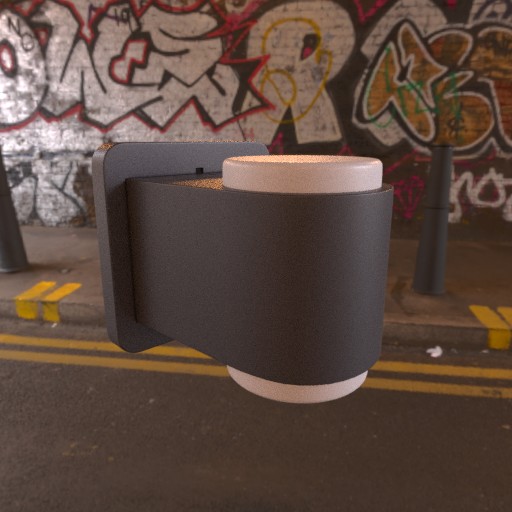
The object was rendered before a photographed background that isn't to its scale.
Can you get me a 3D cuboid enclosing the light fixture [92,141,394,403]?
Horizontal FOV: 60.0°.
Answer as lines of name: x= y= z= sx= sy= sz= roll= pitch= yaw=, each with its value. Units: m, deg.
light fixture: x=0.000 y=0.000 z=0.219 sx=0.109 sy=0.109 sz=0.132 roll=-14 pitch=20 yaw=-41
